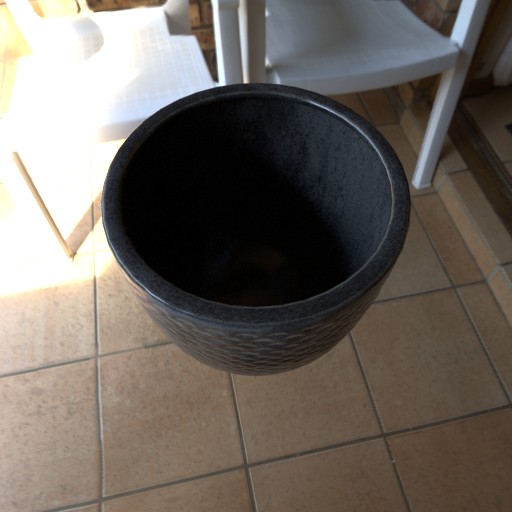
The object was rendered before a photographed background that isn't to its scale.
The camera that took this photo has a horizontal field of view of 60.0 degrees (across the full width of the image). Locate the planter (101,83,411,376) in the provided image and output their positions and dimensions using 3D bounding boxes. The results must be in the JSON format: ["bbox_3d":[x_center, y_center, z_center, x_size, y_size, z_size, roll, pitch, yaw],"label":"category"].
[{"bbox_3d":[0.000,0.000,0.313,0.172,0.160,0.172,0,59,0],"label":"planter"}]
